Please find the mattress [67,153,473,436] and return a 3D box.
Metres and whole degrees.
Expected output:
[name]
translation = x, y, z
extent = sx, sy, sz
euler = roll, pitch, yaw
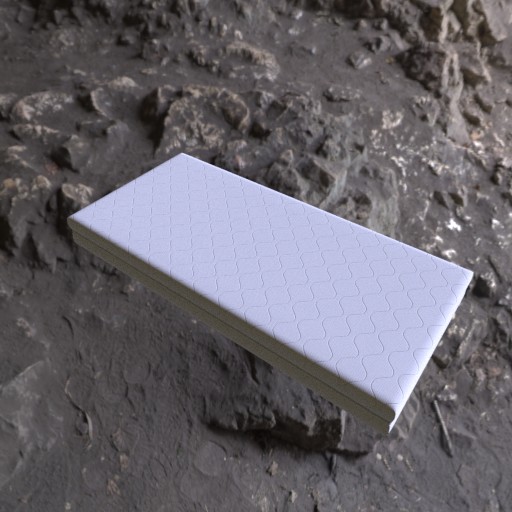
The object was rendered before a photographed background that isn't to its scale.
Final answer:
[mattress]
translation = 0.000, 0.000, 2.298
extent = 1.900, 0.200, 0.900
euler = 27, 48, 26
